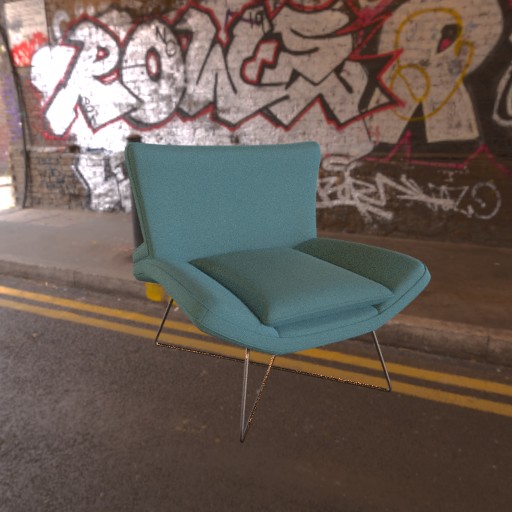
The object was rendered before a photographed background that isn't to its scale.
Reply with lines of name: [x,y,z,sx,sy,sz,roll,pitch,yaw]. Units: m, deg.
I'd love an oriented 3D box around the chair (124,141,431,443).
chair: [0.000,0.000,1.721,0.859,0.855,1.008,-8,17,-27]
